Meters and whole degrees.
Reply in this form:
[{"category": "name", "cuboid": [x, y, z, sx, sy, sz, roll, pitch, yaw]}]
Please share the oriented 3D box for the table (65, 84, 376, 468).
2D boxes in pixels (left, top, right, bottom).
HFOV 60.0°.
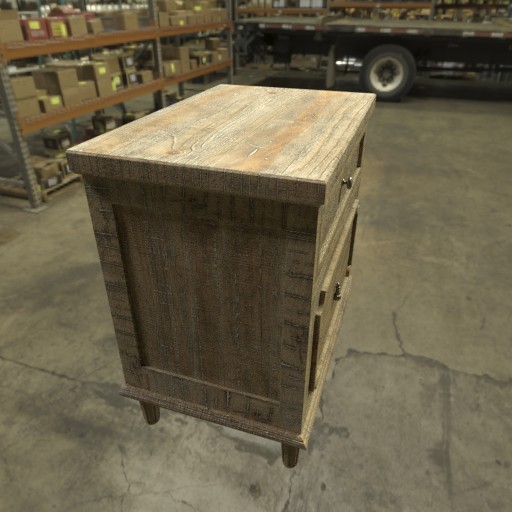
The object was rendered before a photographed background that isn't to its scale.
[{"category": "table", "cuboid": [0.000, 0.000, 1.146, 0.457, 0.711, 0.686, 10, 32, 16]}]
